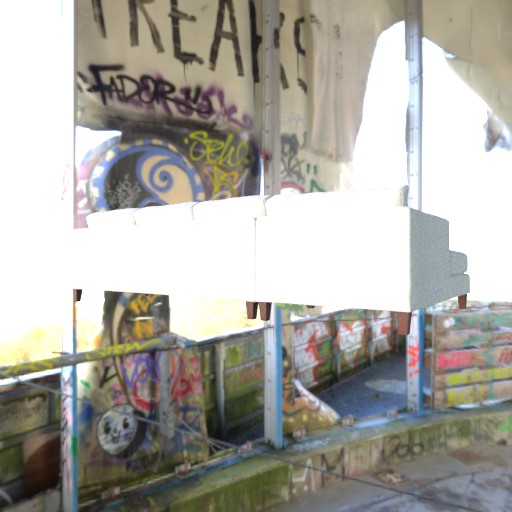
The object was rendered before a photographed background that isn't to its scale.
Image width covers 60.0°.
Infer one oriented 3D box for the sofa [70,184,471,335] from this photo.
[{"bbox_3d":[0.000,0.000,3.917,3.186,0.861,1.625,0,0,36],"label":"sofa"}]
